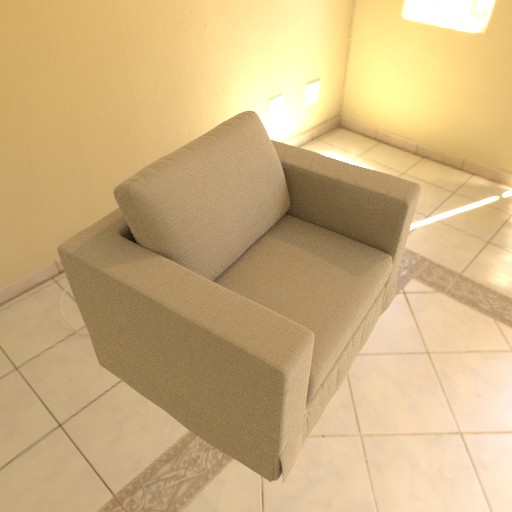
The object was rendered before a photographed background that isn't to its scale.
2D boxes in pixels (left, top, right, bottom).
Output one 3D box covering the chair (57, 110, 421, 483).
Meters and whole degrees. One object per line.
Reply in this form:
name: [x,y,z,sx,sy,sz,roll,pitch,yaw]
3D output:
chair: [0.000,0.000,1.814,0.957,0.878,1.150,24,46,25]
